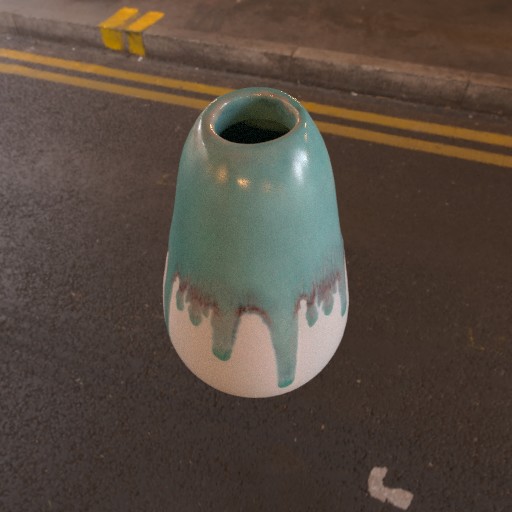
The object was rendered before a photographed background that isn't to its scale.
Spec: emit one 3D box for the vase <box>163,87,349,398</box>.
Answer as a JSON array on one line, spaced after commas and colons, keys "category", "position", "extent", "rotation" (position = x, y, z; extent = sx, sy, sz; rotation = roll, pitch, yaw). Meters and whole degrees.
[{"category": "vase", "position": [0.000, 0.000, 0.254], "extent": [0.116, 0.179, 0.116], "rotation": [0, 46, 0]}]
